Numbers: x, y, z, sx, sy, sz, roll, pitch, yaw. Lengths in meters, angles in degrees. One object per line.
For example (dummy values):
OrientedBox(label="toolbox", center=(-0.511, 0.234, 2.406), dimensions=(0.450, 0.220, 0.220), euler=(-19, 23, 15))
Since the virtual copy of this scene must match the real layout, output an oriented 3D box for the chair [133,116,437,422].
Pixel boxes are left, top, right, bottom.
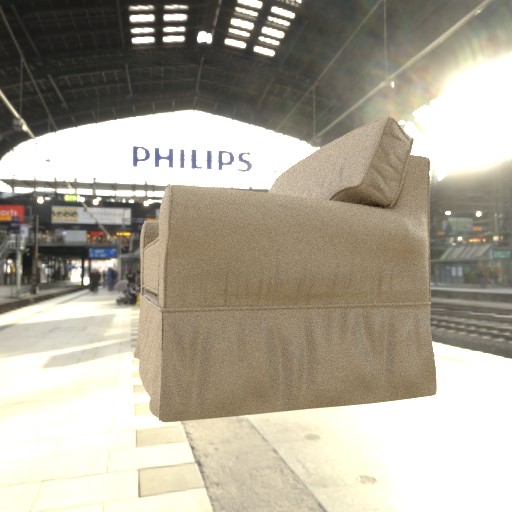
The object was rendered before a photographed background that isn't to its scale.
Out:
OrientedBox(label="chair", center=(0.000, 0.000, 1.776), dimensions=(0.903, 0.937, 1.096), euler=(1, -2, -18))
